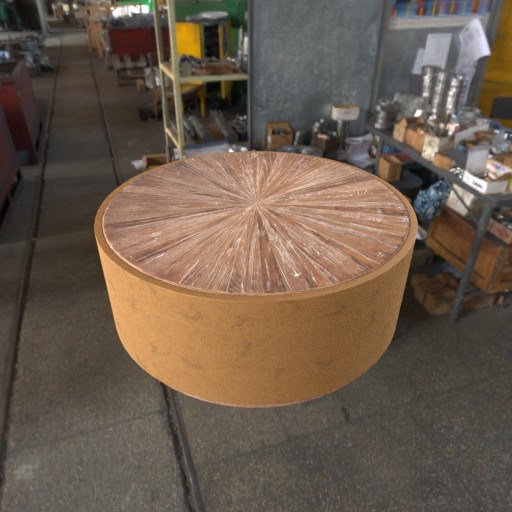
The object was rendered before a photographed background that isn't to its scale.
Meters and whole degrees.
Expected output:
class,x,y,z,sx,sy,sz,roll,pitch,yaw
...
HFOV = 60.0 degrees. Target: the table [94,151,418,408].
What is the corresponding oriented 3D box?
class,x,y,z,sx,sy,sz,roll,pitch,yaw
table,0.000,0.000,1.541,1.001,0.409,1.001,0,33,0
